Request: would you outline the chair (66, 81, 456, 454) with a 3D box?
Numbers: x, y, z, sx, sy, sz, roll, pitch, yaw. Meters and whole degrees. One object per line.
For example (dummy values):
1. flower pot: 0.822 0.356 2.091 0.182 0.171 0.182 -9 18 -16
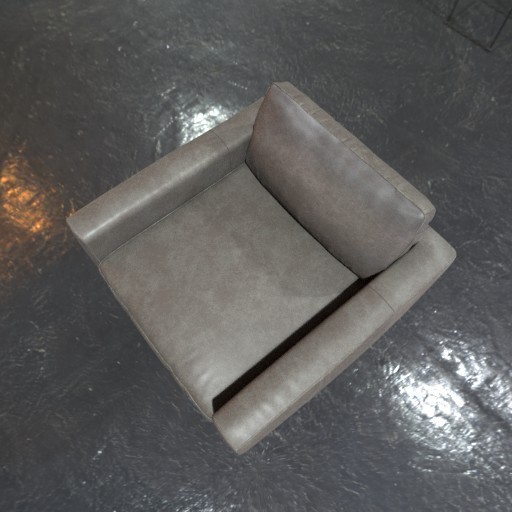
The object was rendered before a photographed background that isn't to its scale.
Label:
1. chair: 0.000 0.000 1.801 1.080 0.807 1.106 -37 70 -16
